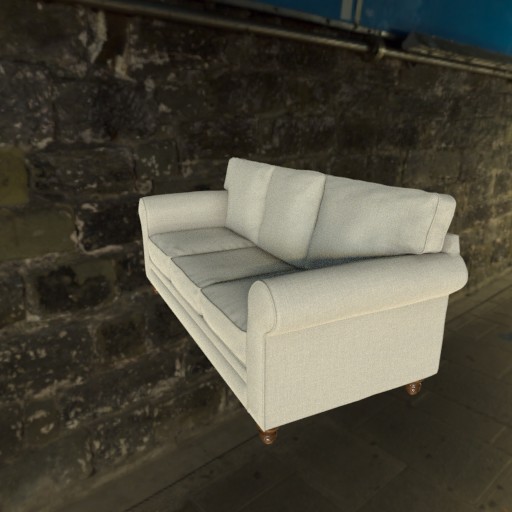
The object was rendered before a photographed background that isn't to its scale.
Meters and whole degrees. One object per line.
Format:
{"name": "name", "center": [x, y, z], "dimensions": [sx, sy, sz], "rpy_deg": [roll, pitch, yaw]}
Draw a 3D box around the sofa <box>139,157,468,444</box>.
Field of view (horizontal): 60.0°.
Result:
{"name": "sofa", "center": [0.000, 0.000, 2.522], "dimensions": [0.916, 0.961, 2.084], "rpy_deg": [-8, 19, -25]}
